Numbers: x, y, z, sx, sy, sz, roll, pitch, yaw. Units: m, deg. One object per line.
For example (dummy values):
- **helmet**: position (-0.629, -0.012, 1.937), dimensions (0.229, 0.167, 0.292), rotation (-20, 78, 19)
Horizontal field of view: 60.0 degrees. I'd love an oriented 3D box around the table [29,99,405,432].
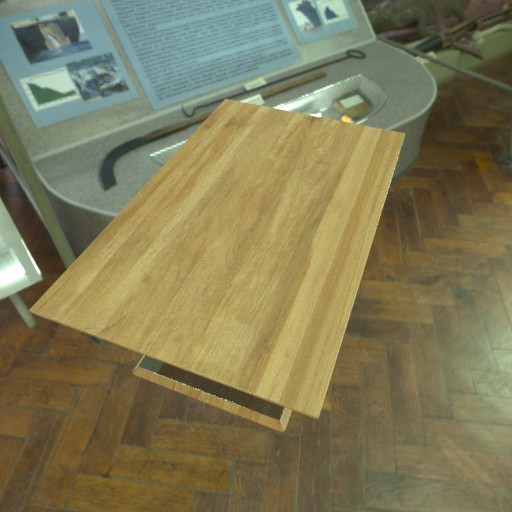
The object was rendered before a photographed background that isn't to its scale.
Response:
- **table**: position (0.000, 0.000, 1.446), dimensions (0.692, 0.441, 1.100), rotation (16, 48, 15)
